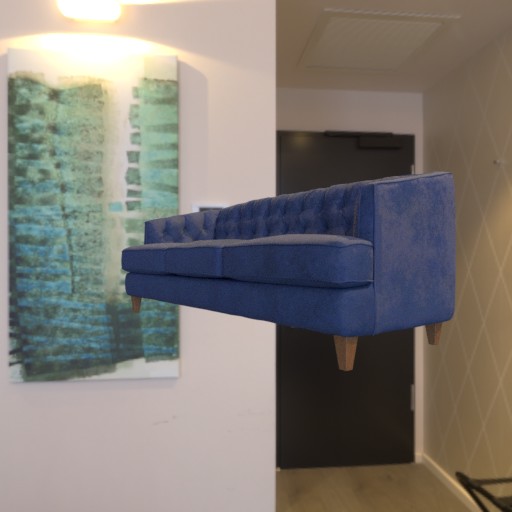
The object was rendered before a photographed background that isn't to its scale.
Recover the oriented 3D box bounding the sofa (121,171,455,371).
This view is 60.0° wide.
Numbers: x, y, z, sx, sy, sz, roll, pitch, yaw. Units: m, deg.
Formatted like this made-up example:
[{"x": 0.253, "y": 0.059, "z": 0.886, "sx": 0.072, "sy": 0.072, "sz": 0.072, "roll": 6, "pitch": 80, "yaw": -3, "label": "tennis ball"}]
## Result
[{"x": 0.000, "y": 0.000, "z": 2.715, "sx": 0.941, "sy": 0.855, "sz": 2.278, "roll": 0, "pitch": 0, "yaw": -36, "label": "sofa"}]
